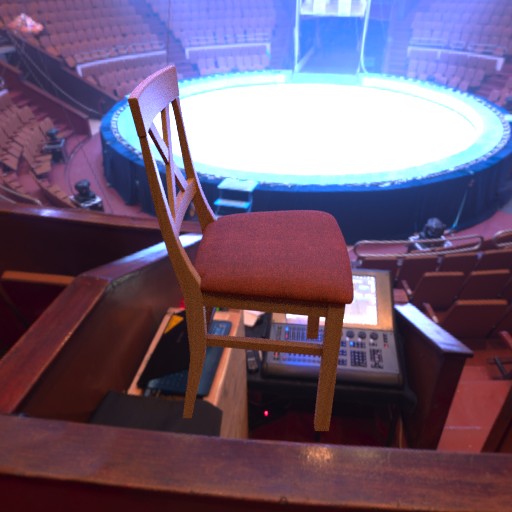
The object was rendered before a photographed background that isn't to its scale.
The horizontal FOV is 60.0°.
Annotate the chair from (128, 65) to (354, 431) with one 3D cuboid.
[{"bbox_3d":[0.000,0.000,1.210,0.492,0.912,0.439,1,32,2],"label":"chair"}]
